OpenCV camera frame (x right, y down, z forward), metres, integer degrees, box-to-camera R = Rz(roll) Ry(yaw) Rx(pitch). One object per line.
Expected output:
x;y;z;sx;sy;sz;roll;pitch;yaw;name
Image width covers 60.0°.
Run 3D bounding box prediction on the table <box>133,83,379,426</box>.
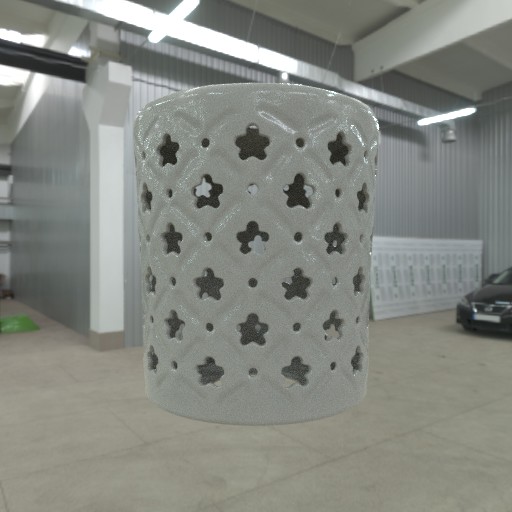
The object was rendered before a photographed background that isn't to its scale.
0.000;0.000;0.654;0.352;0.387;0.352;0;0;0;table
